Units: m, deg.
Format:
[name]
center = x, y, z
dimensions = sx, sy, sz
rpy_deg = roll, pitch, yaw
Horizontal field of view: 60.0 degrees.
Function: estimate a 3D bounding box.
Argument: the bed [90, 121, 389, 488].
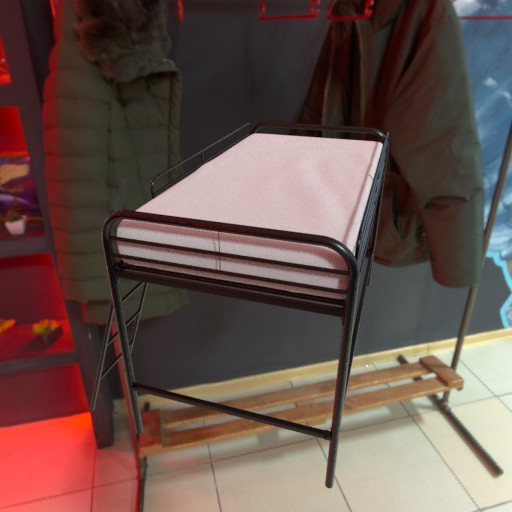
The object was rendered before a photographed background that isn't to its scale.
[bed]
center = 0.000, 0.000, 2.809
dimensions = 1.393, 1.289, 1.968
rpy_deg = 8, 29, 16
